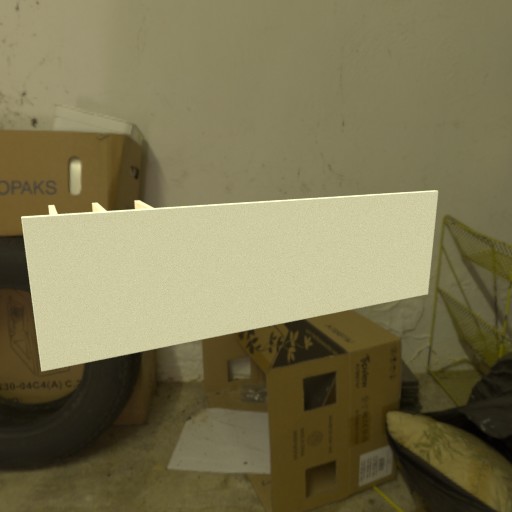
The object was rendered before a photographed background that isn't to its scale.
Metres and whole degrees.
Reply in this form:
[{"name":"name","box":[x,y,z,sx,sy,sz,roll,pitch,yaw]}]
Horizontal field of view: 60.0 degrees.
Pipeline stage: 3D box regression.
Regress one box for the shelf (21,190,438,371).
[{"name":"shelf","box":[0.000,0.000,1.122,1.020,0.300,0.200,-7,16,-25]}]
